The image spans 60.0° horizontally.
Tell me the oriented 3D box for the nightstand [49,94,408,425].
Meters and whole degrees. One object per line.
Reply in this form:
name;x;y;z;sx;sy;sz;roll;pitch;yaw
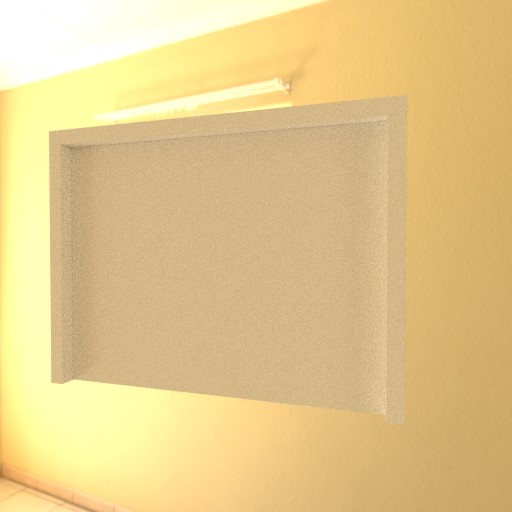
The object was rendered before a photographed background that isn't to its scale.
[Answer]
nightstand;0.000;0.000;0.737;0.470;0.351;0.408;0;1;18
